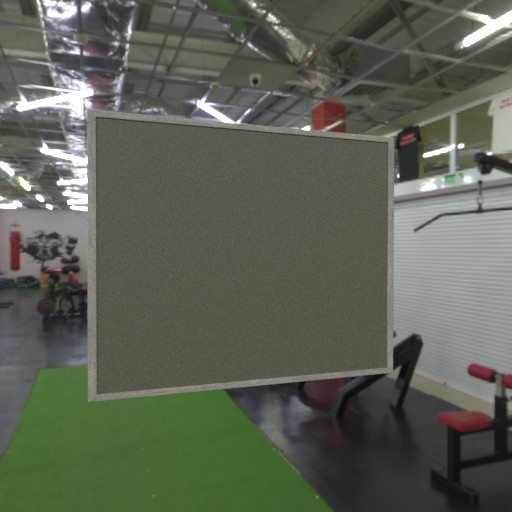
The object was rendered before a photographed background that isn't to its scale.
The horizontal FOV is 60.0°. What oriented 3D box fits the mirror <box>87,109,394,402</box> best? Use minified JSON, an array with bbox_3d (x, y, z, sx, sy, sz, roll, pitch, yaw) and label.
[{"bbox_3d":[0.000,0.000,1.179,0.839,0.689,0.028,0,1,-18],"label":"mirror"}]
